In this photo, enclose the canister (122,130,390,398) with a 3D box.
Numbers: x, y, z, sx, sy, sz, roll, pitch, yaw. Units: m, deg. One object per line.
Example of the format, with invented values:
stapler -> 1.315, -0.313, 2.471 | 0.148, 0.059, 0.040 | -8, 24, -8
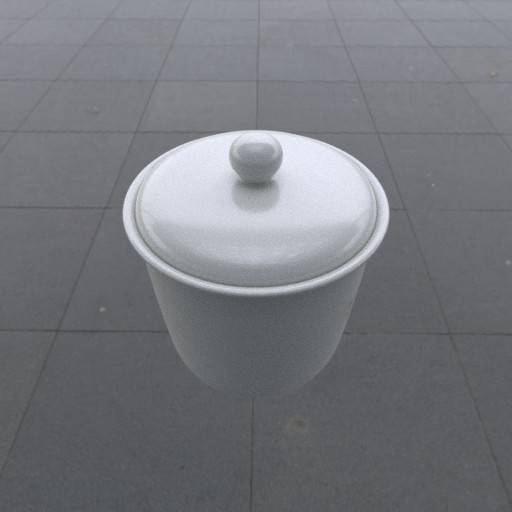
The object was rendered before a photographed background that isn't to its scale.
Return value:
canister -> 0.000, 0.000, 0.349 | 0.182, 0.208, 0.182 | 0, 44, 0
